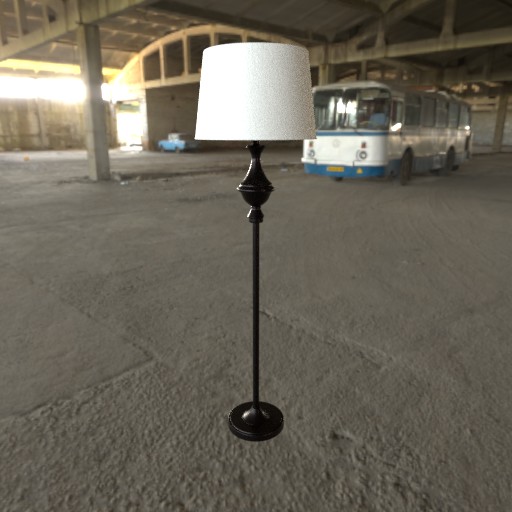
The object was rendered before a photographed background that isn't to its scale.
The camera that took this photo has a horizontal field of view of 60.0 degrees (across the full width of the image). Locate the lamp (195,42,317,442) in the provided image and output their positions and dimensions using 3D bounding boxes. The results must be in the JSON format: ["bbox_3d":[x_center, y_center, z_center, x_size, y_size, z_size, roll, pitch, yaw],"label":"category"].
[{"bbox_3d":[0.000,0.000,1.694,0.431,1.484,0.431,0,16,0],"label":"lamp"}]
